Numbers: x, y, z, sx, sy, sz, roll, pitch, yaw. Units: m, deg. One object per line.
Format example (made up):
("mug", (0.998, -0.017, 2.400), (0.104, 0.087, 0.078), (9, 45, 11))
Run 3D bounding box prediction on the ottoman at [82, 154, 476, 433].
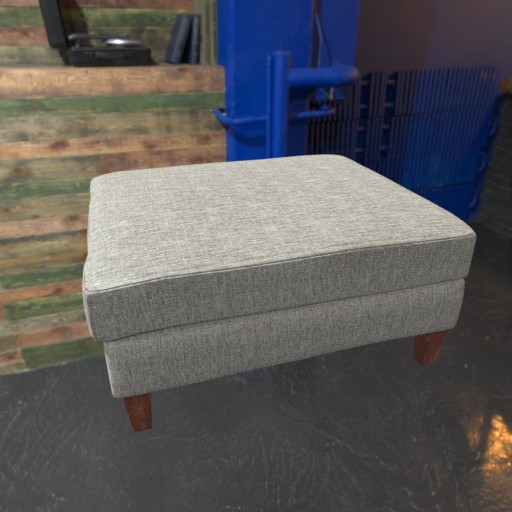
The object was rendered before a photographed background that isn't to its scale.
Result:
("ottoman", (0.000, 0.000, 1.450), (0.994, 0.492, 0.839), (-8, 29, -15))
